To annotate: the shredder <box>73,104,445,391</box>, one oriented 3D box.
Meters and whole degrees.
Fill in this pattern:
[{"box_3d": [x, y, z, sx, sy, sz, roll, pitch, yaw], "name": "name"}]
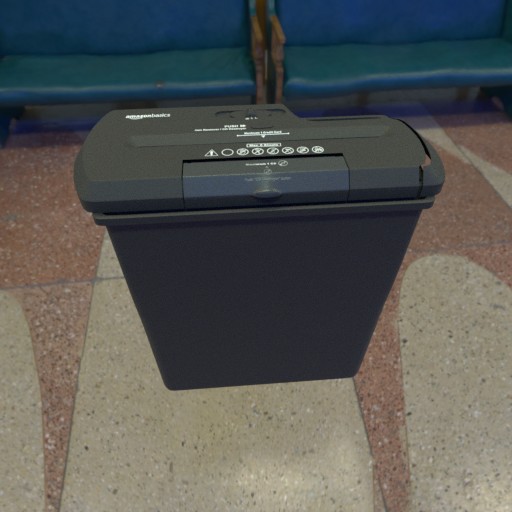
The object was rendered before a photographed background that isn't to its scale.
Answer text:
[{"box_3d": [0.000, 0.000, 0.515, 0.320, 0.335, 0.170, -3, 46, -3], "name": "shredder"}]
